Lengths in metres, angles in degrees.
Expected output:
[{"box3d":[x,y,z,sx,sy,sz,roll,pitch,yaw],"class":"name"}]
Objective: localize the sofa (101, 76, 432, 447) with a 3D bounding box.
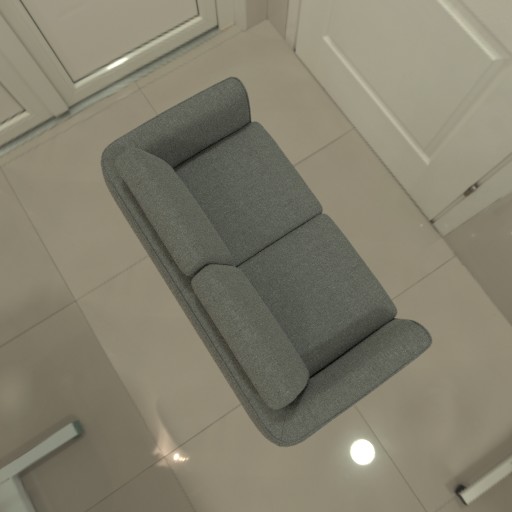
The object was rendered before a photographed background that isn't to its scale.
[{"box3d":[0.000,0.000,2.294,0.920,0.870,1.700,-33,78,-8],"class":"sofa"}]
